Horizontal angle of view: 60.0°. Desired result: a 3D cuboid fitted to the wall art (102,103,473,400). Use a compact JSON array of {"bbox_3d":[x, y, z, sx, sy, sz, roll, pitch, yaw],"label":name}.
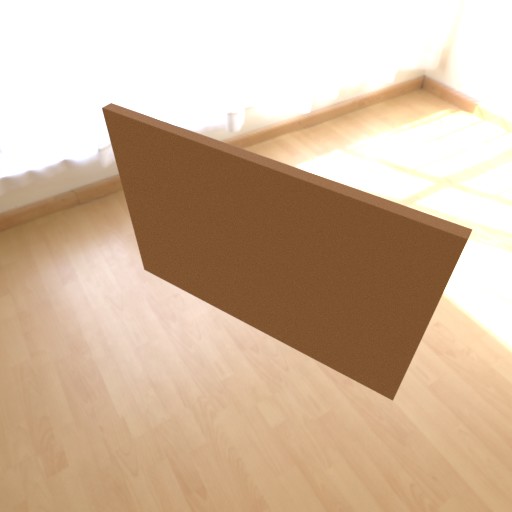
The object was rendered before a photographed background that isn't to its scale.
[{"bbox_3d":[0.000,0.000,1.187,0.915,0.608,0.033,24,50,22],"label":"wall art"}]
